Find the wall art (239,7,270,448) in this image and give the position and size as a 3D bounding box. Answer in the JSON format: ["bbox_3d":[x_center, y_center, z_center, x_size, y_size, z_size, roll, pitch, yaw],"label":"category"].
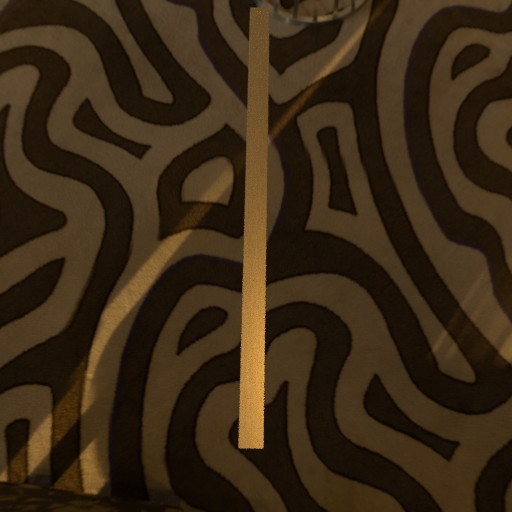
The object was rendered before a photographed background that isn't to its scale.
[{"bbox_3d":[0.000,0.000,1.107,0.036,0.765,0.767,1,76,0],"label":"wall art"}]
